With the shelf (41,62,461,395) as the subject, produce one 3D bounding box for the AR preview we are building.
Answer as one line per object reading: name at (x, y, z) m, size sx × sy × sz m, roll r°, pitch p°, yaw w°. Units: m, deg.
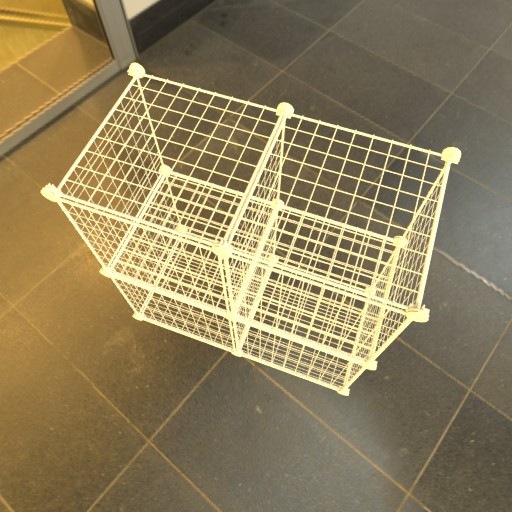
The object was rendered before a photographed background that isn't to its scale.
shelf at (0.000, 0.000, 1.138) m, size 0.711 × 0.711 × 0.356 m, roll 18°, pitch 64°, yaw 9°
